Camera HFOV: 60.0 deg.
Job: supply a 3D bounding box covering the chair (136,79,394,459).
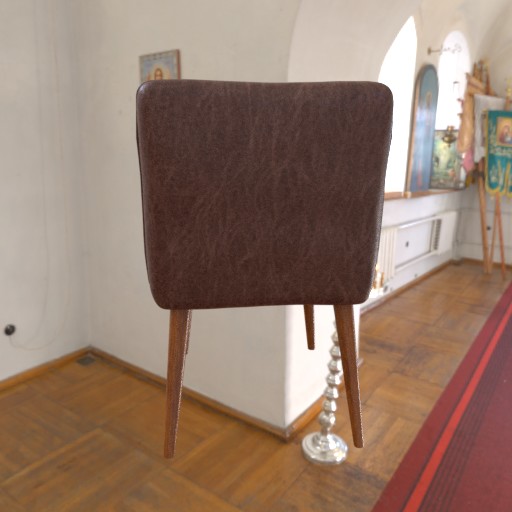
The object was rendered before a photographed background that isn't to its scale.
[{"bbox_3d":[0.000,0.000,1.181,0.543,0.803,0.645,-2,14,-9],"label":"chair"}]
